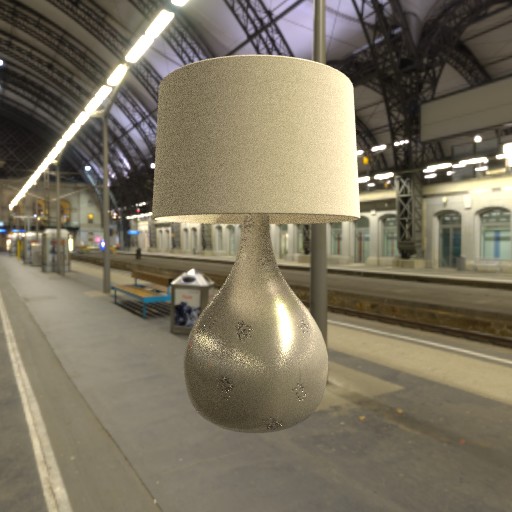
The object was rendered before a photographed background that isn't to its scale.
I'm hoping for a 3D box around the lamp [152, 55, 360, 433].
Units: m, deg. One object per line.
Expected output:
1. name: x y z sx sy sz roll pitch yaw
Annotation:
1. lamp: 0.000 0.000 0.723 0.330 0.521 0.330 0 2 0
